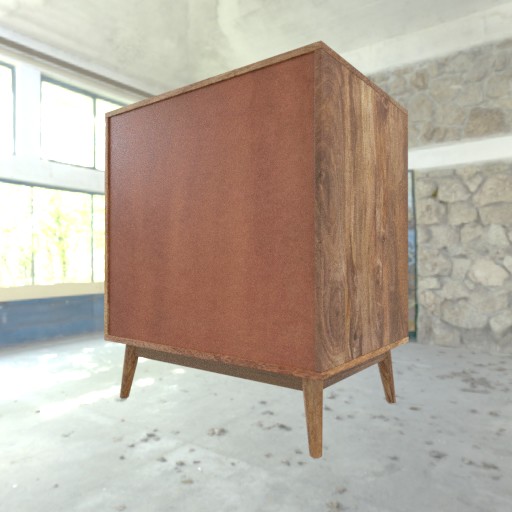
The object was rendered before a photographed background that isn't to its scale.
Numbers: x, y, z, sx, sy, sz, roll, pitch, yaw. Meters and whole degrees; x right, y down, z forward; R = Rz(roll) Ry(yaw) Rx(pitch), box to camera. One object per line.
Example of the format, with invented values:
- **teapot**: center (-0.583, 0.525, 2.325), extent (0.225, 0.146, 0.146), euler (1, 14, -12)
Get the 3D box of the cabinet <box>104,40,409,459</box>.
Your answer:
- **cabinet**: center (0.000, 0.000, 1.164), extent (0.647, 0.758, 0.473), euler (0, 0, 37)
